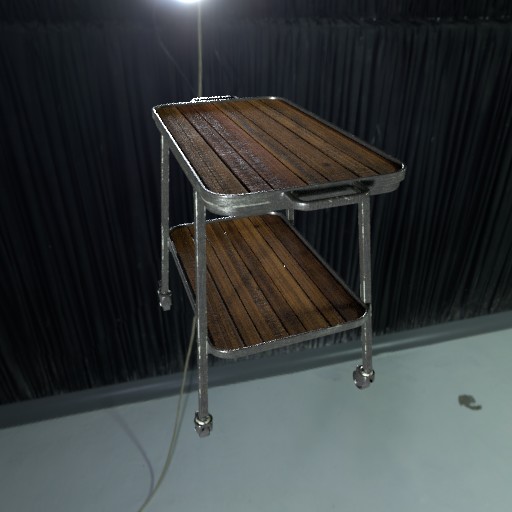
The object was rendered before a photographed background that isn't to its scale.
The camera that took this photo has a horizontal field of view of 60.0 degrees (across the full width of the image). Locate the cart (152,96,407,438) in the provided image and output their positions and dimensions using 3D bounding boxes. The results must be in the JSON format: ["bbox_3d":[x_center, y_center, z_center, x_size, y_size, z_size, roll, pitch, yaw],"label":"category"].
[{"bbox_3d":[0.000,0.000,1.240,0.515,0.700,0.806,-11,33,-17],"label":"cart"}]
